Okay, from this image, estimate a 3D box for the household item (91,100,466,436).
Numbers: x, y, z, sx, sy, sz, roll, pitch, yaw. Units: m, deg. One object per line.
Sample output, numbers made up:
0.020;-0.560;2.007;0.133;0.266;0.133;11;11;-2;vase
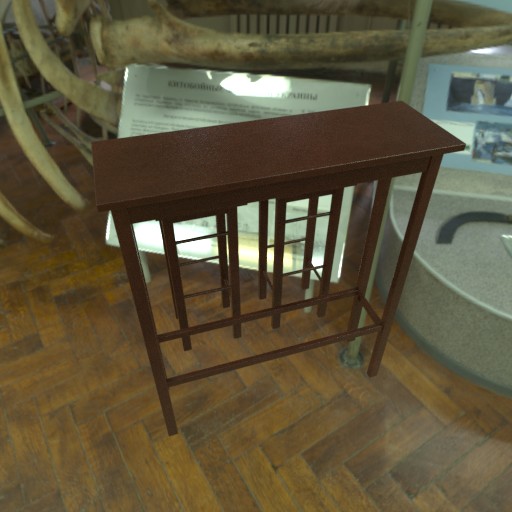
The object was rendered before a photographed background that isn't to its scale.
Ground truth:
0.000;0.000;1.618;0.914;1.067;0.676;-12;42;-13;household item
